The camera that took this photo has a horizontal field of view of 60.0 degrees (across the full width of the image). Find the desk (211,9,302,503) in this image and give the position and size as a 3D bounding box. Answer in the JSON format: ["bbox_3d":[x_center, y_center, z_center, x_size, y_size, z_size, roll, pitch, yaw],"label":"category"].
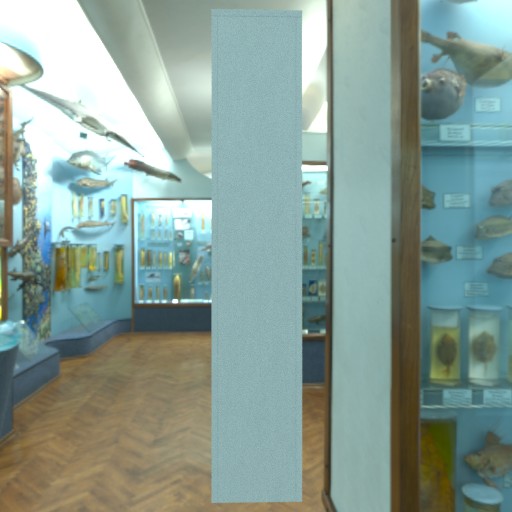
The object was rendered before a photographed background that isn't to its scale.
[{"bbox_3d":[0.000,0.000,1.526,0.250,1.280,0.750,0,0,-1],"label":"desk"}]
